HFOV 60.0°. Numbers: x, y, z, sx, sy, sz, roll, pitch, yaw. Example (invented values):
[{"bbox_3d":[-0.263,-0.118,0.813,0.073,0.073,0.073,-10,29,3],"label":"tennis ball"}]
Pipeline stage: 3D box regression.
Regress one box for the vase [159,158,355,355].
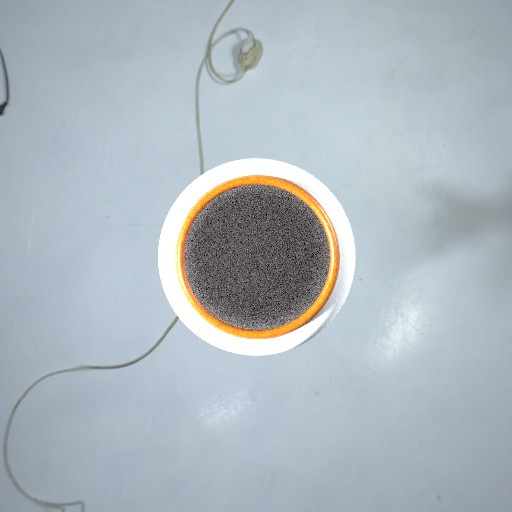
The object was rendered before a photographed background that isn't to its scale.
[{"bbox_3d":[0.000,0.000,0.363,0.133,0.282,0.133,0,90,0],"label":"vase"}]
